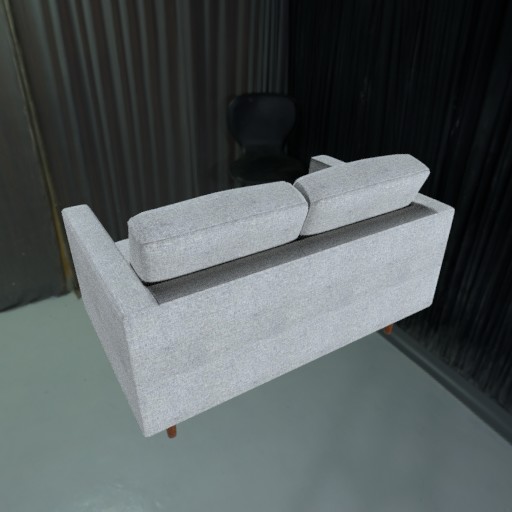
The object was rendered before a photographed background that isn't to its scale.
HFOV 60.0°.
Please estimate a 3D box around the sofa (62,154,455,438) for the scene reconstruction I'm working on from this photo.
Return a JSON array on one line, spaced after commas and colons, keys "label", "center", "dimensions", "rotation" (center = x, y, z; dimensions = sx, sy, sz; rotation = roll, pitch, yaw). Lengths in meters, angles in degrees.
[{"label": "sofa", "center": [0.000, 0.000, 2.143], "dimensions": [1.527, 0.973, 0.969], "rotation": [-17, 35, -27]}]
